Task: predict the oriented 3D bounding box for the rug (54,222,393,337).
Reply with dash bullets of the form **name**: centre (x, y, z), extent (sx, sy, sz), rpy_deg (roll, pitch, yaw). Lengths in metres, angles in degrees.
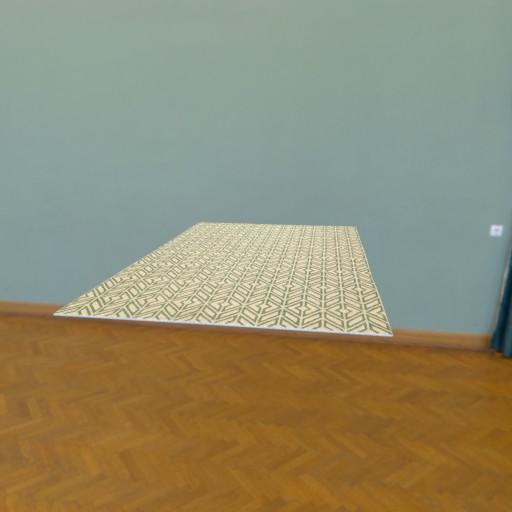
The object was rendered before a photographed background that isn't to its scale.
- **rug**: centre (0.000, 0.000, 3.095), extent (1.517, 0.011, 2.435), rpy_deg (2, 15, 9)
